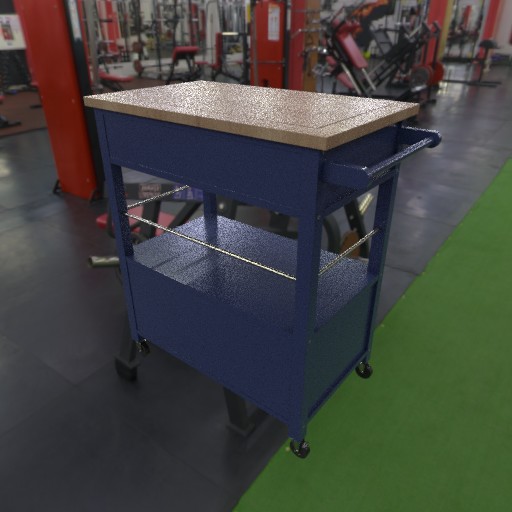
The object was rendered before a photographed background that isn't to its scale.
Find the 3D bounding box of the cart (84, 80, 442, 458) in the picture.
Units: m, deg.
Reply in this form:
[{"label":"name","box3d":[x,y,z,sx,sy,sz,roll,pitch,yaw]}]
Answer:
[{"label":"cart","box3d":[0.000,0.000,1.351,0.840,0.901,0.459,20,34,33]}]
